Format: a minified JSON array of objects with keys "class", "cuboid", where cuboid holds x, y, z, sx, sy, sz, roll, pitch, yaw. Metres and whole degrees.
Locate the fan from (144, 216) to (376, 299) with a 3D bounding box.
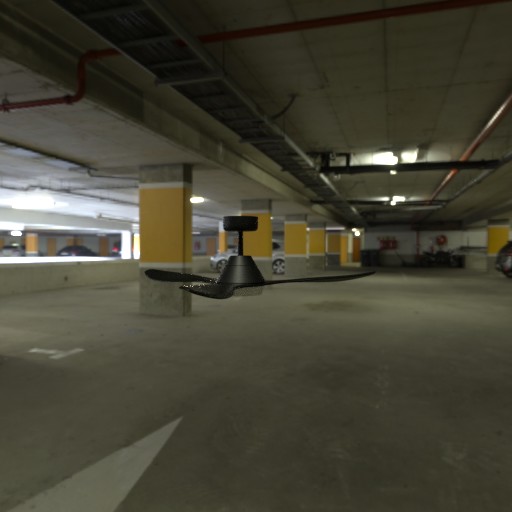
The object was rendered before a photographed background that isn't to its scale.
[{"class":"fan","cuboid":[0.000,0.000,1.654,1.067,0.305,1.067,0,1,-1]}]
